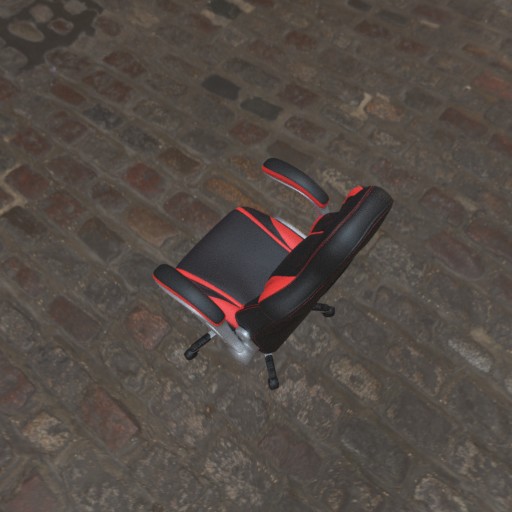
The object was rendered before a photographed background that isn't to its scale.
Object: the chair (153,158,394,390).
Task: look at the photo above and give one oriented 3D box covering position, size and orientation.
[{"bbox_3d":[0.000,0.000,1.614,0.712,1.165,0.758,36,68,17],"label":"chair"}]
